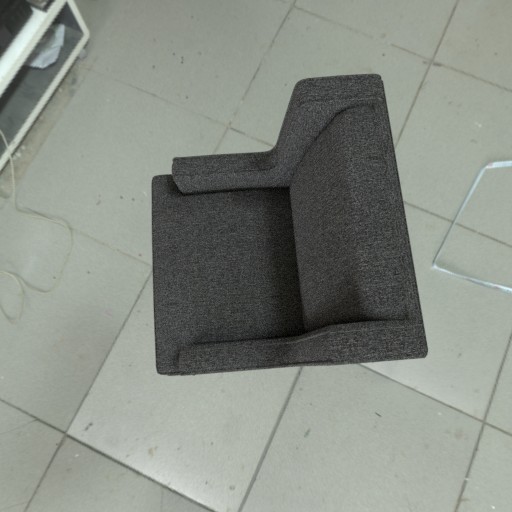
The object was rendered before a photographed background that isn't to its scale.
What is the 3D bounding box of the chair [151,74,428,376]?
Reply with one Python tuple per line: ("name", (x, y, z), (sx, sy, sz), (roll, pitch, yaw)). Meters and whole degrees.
("chair", (0.000, 0.000, 1.874), (0.927, 1.082, 0.942), (-4, 76, -1))
